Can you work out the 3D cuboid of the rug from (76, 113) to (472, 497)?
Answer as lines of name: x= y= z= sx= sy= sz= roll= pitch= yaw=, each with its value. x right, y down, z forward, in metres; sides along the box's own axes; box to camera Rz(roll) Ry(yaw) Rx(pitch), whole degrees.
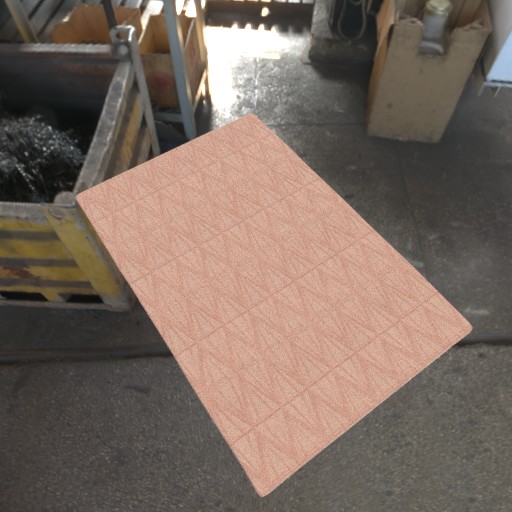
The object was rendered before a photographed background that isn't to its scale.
rug: x=0.000 y=0.000 z=2.986 sx=1.609 sy=0.015 sz=2.390 roll=-31 pitch=63 yaw=-18
